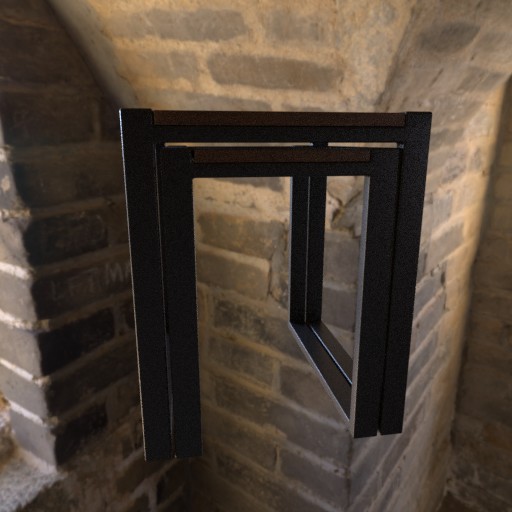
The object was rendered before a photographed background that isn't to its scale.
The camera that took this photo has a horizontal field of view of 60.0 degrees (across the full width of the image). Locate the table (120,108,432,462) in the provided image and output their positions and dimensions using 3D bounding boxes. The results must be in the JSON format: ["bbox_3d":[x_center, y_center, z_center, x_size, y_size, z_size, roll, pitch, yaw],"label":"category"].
[{"bbox_3d":[0.000,0.000,0.927,0.449,0.550,0.500,-2,15,-9],"label":"table"}]
